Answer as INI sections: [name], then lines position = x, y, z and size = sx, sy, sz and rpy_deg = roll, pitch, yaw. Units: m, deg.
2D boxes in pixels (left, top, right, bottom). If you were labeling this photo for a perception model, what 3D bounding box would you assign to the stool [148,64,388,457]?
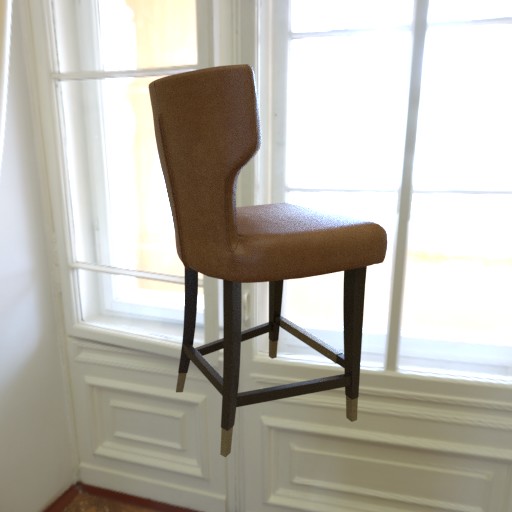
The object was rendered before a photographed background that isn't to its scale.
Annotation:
[stool]
position = 0.000, 0.000, 1.326
size = 0.563, 0.982, 0.526
rpy_deg = -8, 17, -29
